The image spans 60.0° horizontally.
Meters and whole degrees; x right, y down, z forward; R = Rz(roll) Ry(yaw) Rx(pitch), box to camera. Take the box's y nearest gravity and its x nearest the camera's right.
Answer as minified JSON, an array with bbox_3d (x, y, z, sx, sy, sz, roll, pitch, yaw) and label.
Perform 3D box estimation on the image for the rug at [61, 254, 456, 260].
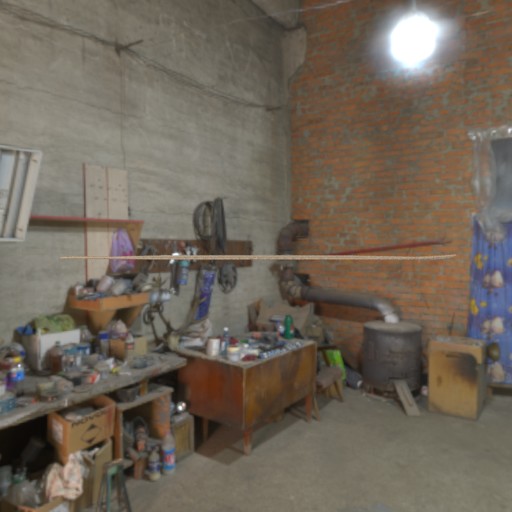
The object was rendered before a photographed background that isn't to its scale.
[{"bbox_3d":[0.000,0.000,3.981,2.277,0.035,2.897,0,0,-1],"label":"rug"}]
